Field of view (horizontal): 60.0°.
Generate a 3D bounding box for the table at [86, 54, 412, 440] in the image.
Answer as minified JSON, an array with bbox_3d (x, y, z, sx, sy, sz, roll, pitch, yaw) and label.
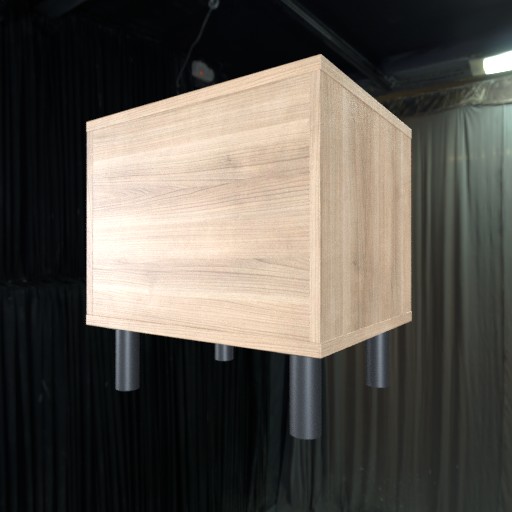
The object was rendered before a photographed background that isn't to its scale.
[{"bbox_3d":[0.000,0.000,0.789,0.445,0.460,0.380,0,0,35],"label":"table"}]
